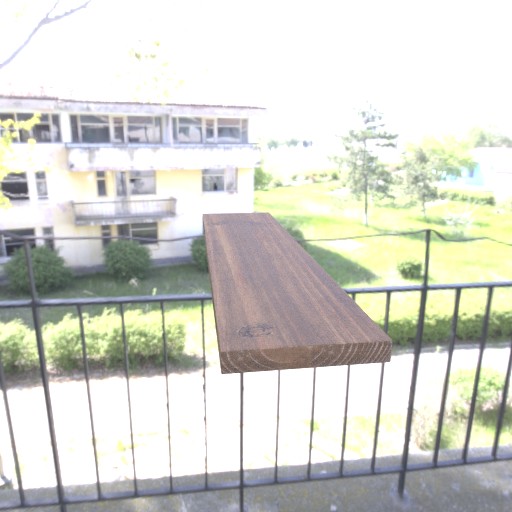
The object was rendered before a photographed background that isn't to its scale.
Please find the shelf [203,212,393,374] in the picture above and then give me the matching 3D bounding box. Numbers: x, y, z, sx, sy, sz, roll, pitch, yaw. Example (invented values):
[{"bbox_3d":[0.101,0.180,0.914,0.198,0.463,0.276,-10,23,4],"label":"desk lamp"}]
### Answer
[{"bbox_3d":[0.000,0.000,0.644,0.140,0.020,0.610,-2,16,-8],"label":"shelf"}]
